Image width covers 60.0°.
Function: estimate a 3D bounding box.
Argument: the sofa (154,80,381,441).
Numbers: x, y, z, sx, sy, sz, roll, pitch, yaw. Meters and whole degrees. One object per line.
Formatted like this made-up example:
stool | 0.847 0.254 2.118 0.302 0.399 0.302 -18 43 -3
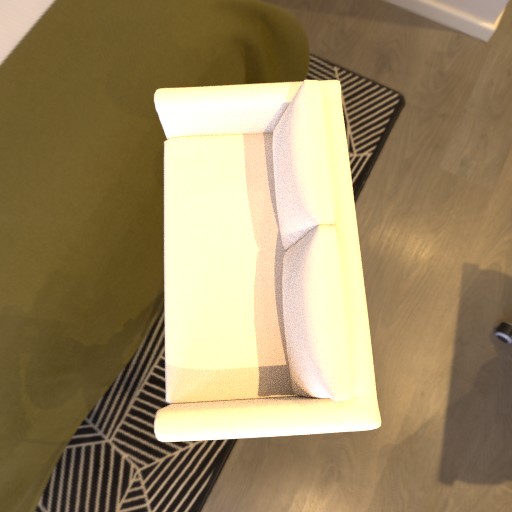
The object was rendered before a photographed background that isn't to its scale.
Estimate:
sofa | 0.000 0.000 2.159 0.905 0.873 1.598 -3 76 -1
